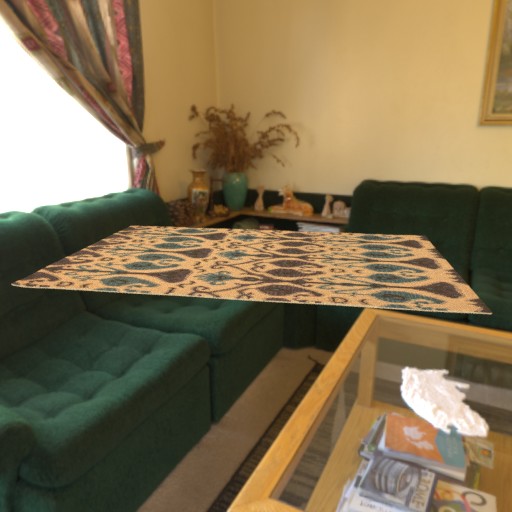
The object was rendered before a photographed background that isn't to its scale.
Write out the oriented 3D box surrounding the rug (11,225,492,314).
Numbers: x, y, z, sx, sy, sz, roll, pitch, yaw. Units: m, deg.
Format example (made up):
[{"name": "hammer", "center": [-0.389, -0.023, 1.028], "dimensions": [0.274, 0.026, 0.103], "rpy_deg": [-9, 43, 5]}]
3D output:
[{"name": "rug", "center": [0.000, 0.000, 2.041], "dimensions": [1.698, 0.013, 1.072], "rpy_deg": [3, 16, 9]}]
